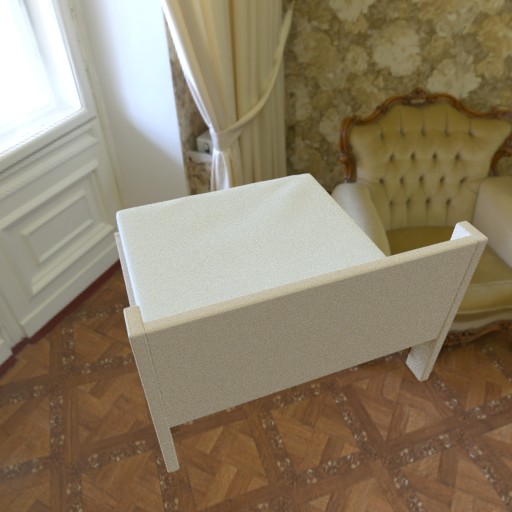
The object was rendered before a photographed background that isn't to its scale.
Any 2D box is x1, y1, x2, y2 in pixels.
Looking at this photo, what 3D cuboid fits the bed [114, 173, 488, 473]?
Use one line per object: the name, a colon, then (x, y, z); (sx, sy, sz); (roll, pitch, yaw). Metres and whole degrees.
bed: (0.000, 0.000, 3.657); (2.145, 1.471, 2.293); (-14, 42, -15)
